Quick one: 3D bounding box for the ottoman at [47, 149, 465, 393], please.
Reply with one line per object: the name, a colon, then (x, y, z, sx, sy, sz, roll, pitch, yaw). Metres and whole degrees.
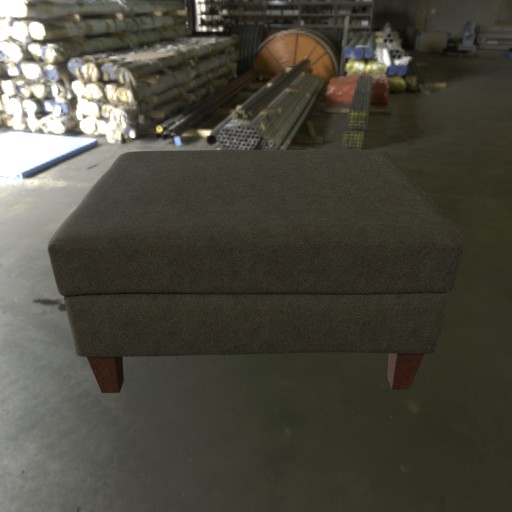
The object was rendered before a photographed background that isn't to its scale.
ottoman: (0.000, 0.000, 1.229, 0.839, 0.464, 0.639, 0, 30, -1)
